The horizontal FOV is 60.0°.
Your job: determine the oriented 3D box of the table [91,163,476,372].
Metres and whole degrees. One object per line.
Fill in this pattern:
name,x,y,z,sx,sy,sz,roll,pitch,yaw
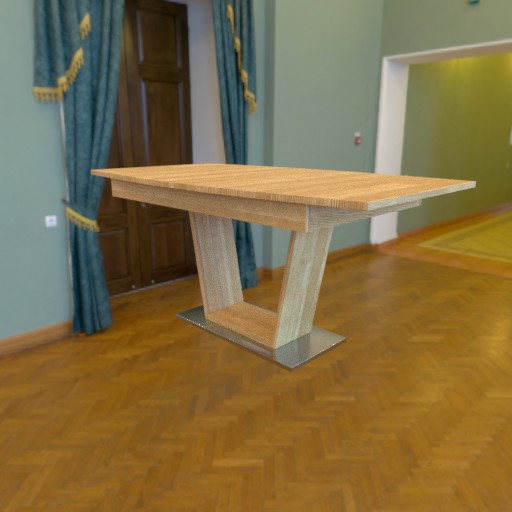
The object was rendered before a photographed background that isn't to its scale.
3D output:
table,0.000,0.000,2.067,1.598,0.748,0.900,15,21,43
